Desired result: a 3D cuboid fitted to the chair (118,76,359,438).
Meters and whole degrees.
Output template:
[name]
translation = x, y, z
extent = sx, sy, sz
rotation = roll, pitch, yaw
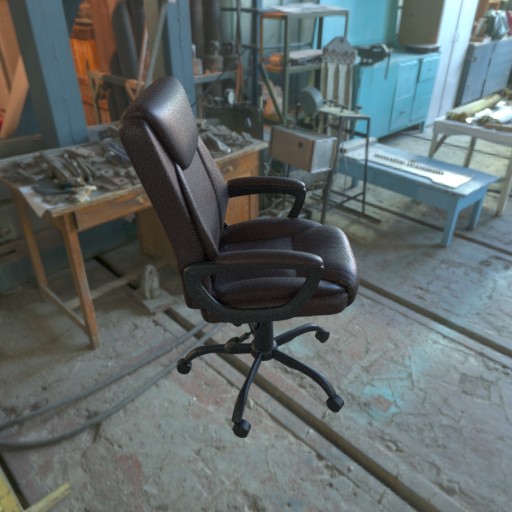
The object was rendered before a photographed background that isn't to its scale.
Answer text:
[chair]
translation = 0.000, 0.000, 1.469
extent = 0.655, 1.072, 0.615
rotation = 0, 32, 0
